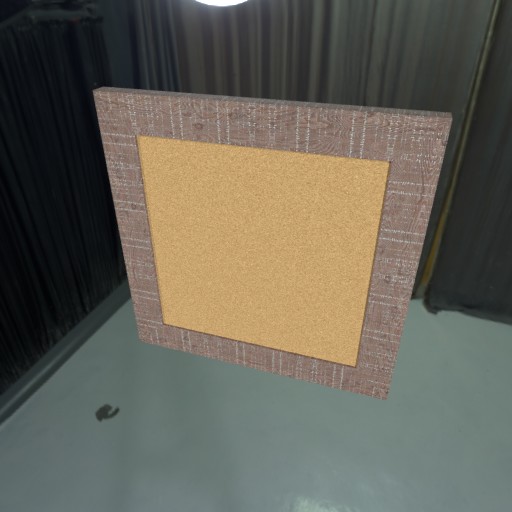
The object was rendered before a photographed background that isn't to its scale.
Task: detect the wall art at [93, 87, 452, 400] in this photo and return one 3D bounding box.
[{"bbox_3d":[0.000,0.000,0.782,0.531,0.531,0.029,10,34,15],"label":"wall art"}]
